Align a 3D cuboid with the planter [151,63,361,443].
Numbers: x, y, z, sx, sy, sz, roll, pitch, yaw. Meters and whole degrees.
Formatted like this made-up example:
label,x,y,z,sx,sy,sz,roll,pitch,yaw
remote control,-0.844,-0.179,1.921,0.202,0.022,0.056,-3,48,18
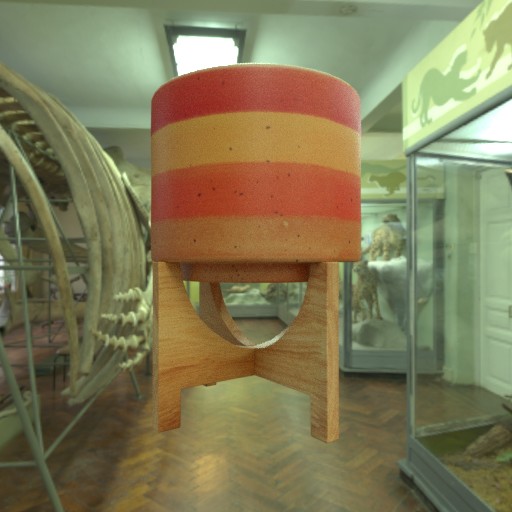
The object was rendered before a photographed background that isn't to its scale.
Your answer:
label,x,y,z,sx,sy,sz,roll,pitch,yaw
planter,0.000,0.000,0.559,0.269,0.379,0.269,0,0,0
